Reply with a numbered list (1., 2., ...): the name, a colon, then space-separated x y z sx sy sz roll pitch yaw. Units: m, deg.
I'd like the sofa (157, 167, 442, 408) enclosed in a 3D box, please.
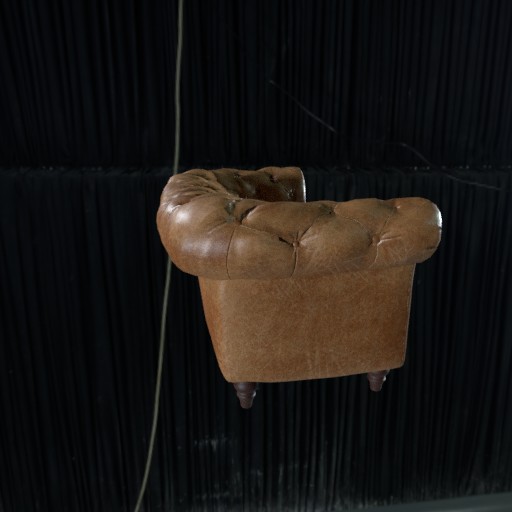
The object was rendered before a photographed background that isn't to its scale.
1. sofa: 0.000 0.000 2.498 1.042 0.877 1.979 -3 15 -10
